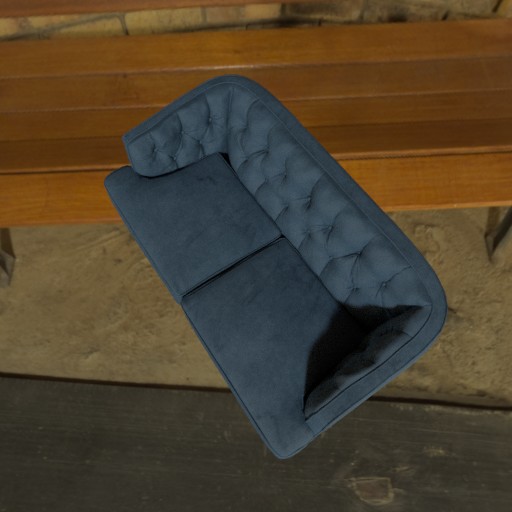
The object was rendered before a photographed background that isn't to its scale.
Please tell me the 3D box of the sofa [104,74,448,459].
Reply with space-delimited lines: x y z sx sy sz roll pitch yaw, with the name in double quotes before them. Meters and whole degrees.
"sofa" 0.000 0.000 2.280 0.941 0.854 1.733 -31 68 -14
